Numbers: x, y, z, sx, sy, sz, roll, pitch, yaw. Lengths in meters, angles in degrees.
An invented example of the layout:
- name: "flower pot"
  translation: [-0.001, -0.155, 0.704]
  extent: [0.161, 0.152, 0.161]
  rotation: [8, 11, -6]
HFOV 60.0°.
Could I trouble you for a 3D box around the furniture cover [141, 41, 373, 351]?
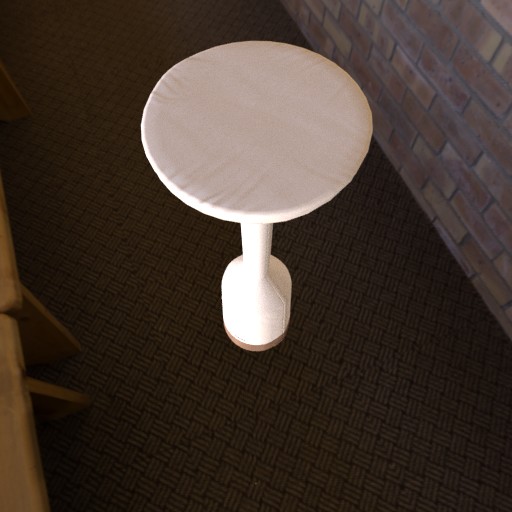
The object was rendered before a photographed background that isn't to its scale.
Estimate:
- name: "furniture cover"
  translation: [0.000, 0.000, 2.818]
  extent: [0.914, 2.413, 0.914]
  rotation: [33, 68, 16]
